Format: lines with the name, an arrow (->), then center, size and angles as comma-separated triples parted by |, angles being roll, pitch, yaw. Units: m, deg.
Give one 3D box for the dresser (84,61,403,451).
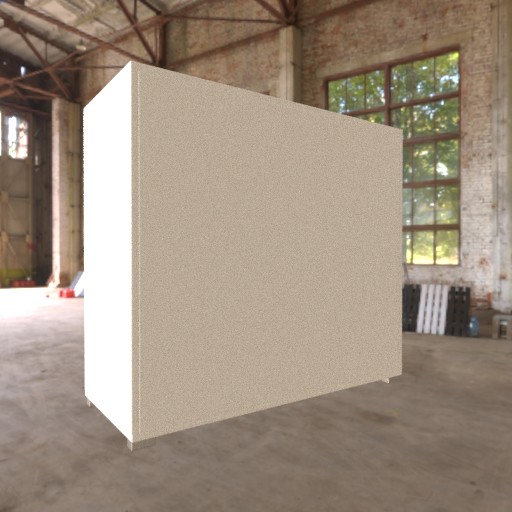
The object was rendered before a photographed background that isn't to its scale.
dresser -> 0.000, 0.000, 1.631 | 1.100, 1.000, 0.460 | 0, 1, -35
